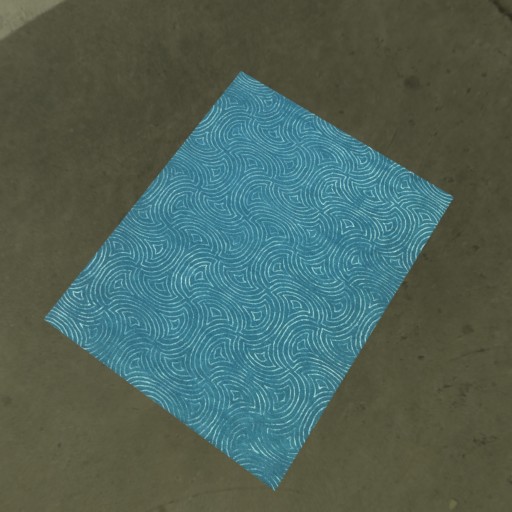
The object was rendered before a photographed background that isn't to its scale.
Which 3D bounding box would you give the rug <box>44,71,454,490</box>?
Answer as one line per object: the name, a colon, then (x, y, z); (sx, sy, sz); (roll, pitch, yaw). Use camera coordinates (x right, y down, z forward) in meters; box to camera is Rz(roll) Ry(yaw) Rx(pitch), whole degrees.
rug: (0.000, 0.000, 4.020); (2.432, 0.012, 3.033); (33, 78, 8)
